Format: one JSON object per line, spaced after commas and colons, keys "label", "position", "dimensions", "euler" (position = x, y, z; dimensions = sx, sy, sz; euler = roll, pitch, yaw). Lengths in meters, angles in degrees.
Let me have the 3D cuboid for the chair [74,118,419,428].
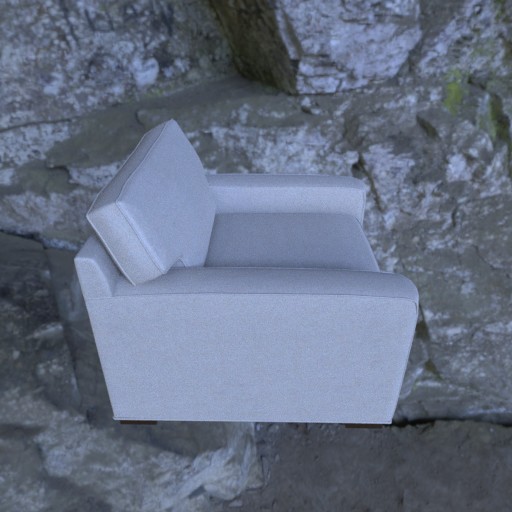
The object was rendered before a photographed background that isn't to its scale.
{"label": "chair", "position": [0.000, 0.000, 1.832], "dimensions": [1.043, 0.913, 0.998], "euler": [0, 32, 1]}
